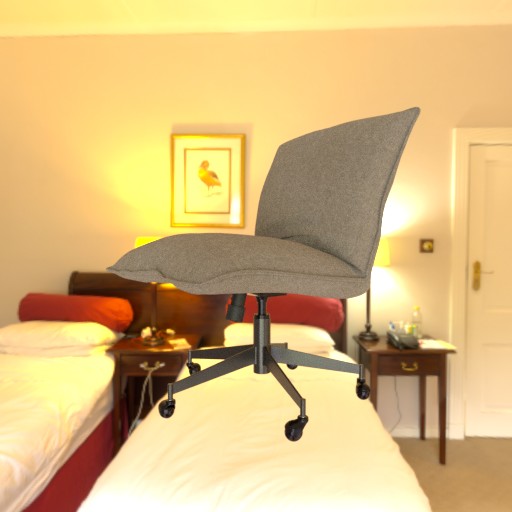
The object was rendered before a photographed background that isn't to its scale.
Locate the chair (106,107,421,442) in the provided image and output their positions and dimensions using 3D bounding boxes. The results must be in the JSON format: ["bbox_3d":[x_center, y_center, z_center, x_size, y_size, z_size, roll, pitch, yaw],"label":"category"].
[{"bbox_3d":[0.000,0.000,1.255,0.696,0.811,0.597,-2,3,-35],"label":"chair"}]
